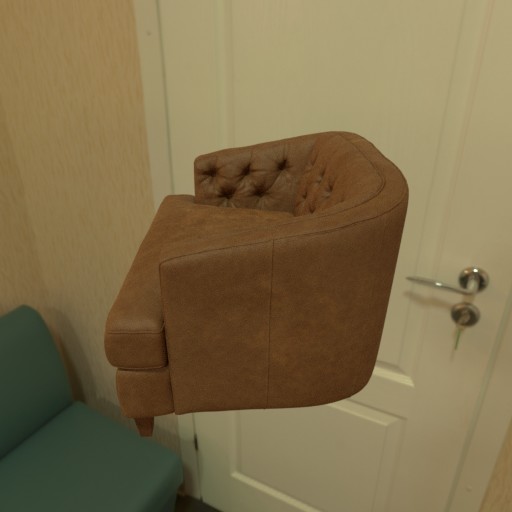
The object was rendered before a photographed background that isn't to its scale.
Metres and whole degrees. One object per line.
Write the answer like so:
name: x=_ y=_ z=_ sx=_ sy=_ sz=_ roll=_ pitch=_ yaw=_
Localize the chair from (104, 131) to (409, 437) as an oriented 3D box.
chair: x=0.000 y=0.000 z=1.742 sx=0.911 sy=0.836 sz=1.119 roll=-1 pitch=27 yaw=-1
